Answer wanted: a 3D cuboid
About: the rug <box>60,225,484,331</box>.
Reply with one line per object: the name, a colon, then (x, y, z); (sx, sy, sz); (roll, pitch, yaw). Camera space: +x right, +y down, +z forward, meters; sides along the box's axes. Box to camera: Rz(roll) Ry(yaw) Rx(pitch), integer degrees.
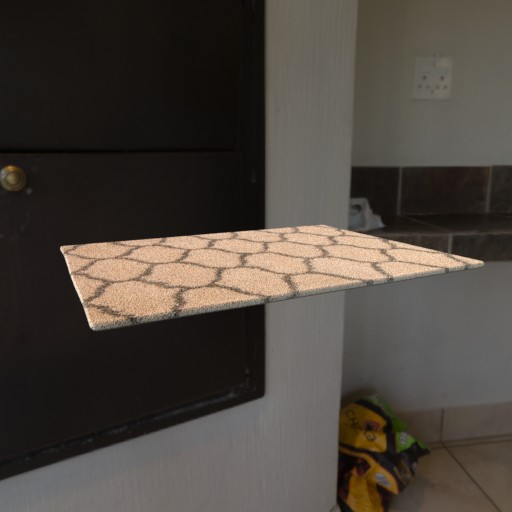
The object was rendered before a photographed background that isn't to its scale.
rug: (0.000, 0.000, 2.060); (1.600, 0.025, 1.200); (-6, 14, -26)
